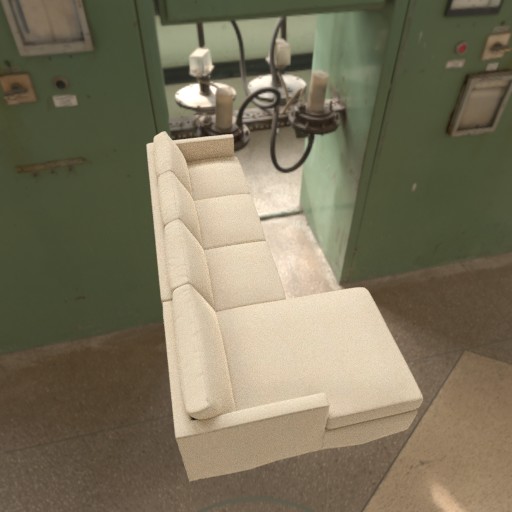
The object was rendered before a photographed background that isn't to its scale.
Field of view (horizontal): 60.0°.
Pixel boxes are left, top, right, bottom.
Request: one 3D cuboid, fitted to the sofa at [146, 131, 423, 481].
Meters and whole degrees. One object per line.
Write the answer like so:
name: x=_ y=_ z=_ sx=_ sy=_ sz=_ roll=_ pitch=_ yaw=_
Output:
sofa: x=0.000 y=0.000 z=3.878 sx=1.650 sy=0.922 sz=3.205 roll=-9 pitch=46 yaw=-9
